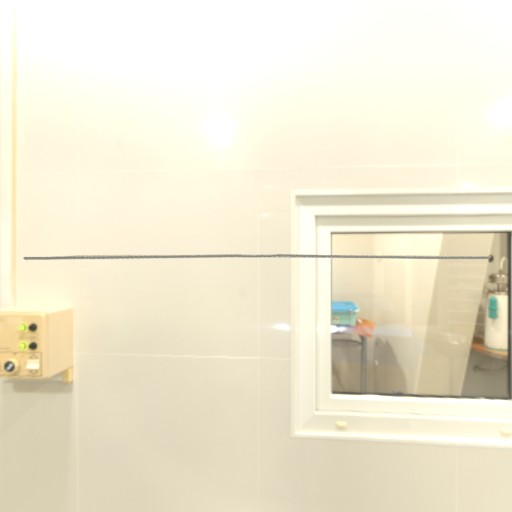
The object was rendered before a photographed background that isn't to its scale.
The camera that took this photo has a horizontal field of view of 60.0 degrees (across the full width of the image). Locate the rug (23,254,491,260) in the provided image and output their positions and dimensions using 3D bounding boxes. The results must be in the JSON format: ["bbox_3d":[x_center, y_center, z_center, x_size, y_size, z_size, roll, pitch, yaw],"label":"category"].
[{"bbox_3d":[0.000,0.000,2.270,1.804,0.022,1.162,0,0,-1],"label":"rug"}]
